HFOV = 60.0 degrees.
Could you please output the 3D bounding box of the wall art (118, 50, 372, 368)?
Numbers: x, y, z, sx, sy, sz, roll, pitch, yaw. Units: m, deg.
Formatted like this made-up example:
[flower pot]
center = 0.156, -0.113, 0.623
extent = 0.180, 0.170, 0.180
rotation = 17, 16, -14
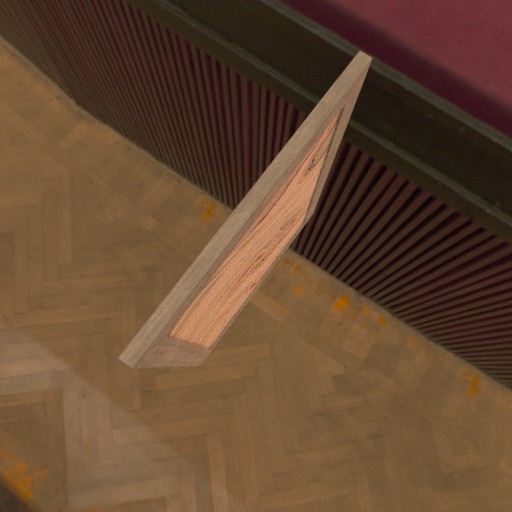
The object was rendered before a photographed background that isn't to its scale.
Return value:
[wall art]
center = 0.000, 0.000, 0.824
extent = 0.020, 0.613, 0.481
rotation = 36, 79, 8
